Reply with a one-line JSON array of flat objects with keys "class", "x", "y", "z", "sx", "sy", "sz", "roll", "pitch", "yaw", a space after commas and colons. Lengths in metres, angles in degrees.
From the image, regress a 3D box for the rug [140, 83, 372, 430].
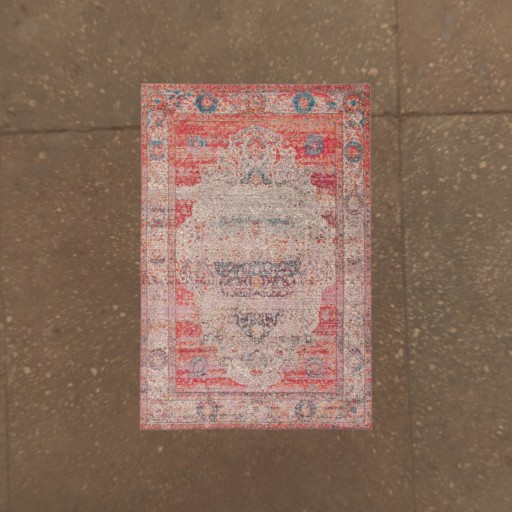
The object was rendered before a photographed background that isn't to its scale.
[{"class": "rug", "x": 0.000, "y": 0.000, "z": 2.337, "sx": 1.219, "sy": 0.006, "sz": 1.829, "roll": 0, "pitch": 89, "yaw": 0}]
